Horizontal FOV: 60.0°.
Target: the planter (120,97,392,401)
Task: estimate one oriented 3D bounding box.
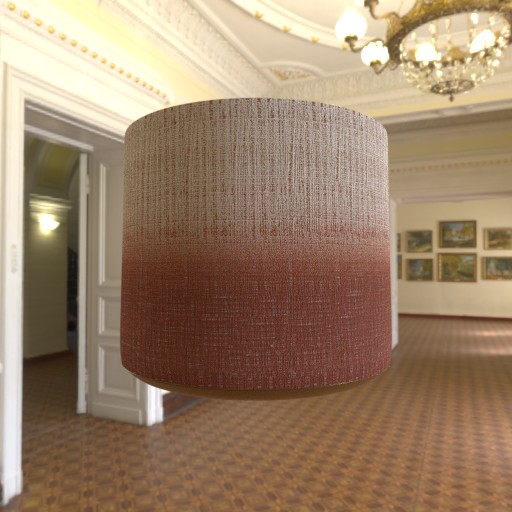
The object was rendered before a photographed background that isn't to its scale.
[{"bbox_3d":[0.000,0.000,0.435,0.254,0.221,0.254,0,-1,0],"label":"planter"}]
